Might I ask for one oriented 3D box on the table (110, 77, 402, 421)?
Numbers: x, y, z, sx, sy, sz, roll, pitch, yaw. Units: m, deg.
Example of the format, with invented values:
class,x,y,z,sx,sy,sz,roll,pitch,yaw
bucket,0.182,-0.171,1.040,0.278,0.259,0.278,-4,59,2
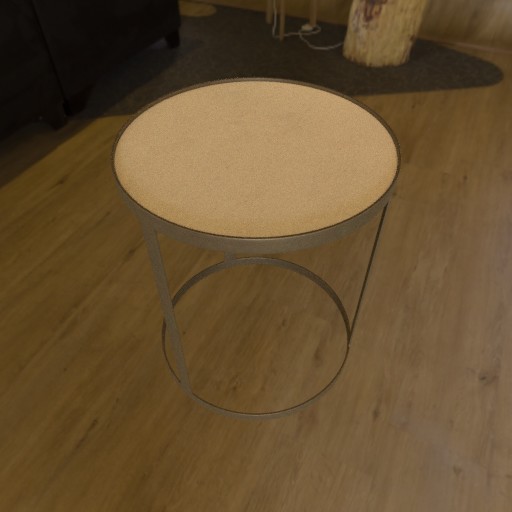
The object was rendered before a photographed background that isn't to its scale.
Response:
class,x,y,z,sx,sy,sz,roll,pitch,yaw
table,0.000,0.000,0.952,0.480,0.565,0.480,0,46,0
